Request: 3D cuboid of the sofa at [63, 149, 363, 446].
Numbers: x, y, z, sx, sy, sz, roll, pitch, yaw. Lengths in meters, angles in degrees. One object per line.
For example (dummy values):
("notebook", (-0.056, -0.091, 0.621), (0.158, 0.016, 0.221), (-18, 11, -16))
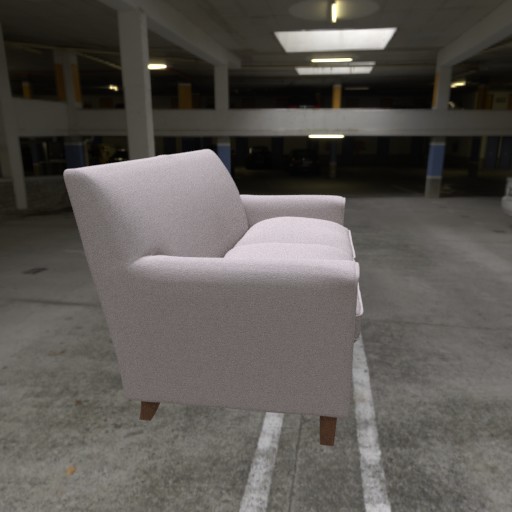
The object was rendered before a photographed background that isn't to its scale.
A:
("sofa", (0.000, 0.000, 2.014), (0.888, 0.890, 1.482), (3, 16, 9))
